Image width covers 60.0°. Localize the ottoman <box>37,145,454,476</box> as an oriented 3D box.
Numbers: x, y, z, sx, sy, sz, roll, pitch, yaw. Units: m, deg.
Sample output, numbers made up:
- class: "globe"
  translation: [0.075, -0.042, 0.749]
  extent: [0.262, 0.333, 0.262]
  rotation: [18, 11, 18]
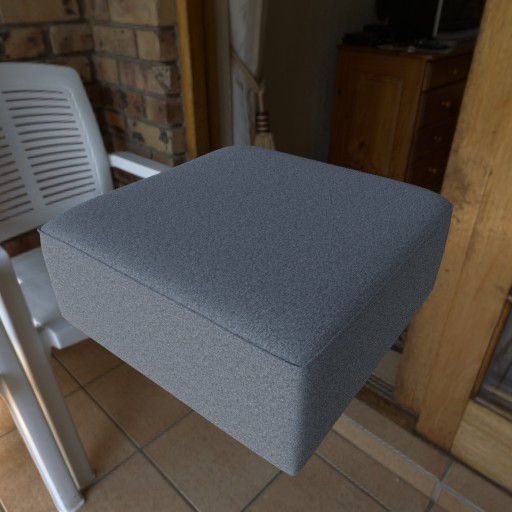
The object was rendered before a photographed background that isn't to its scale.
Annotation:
- class: "ottoman"
  translation: [0.000, 0.000, 1.558]
  extent: [1.015, 0.464, 1.005]
  rotation: [22, 38, 31]
